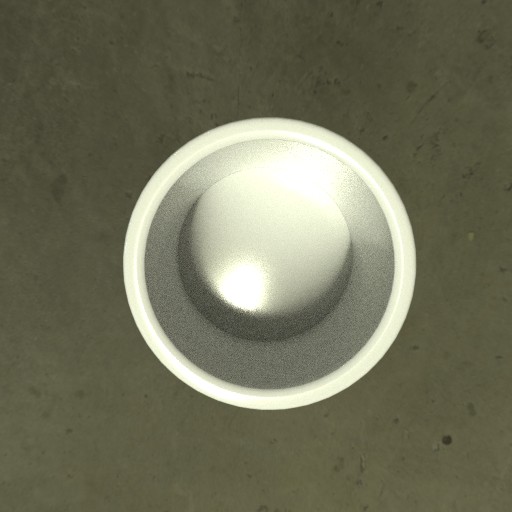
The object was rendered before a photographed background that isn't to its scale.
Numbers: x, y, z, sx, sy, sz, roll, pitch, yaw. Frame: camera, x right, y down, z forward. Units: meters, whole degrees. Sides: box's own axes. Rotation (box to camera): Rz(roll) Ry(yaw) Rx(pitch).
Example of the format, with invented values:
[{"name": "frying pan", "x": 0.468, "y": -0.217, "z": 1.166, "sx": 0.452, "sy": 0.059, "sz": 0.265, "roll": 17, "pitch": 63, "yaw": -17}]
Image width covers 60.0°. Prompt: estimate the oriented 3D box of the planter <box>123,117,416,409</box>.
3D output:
[{"name": "planter", "x": 0.000, "y": 0.000, "z": 0.504, "sx": 0.239, "sy": 0.356, "sz": 0.239, "roll": 0, "pitch": 92, "yaw": 0}]
